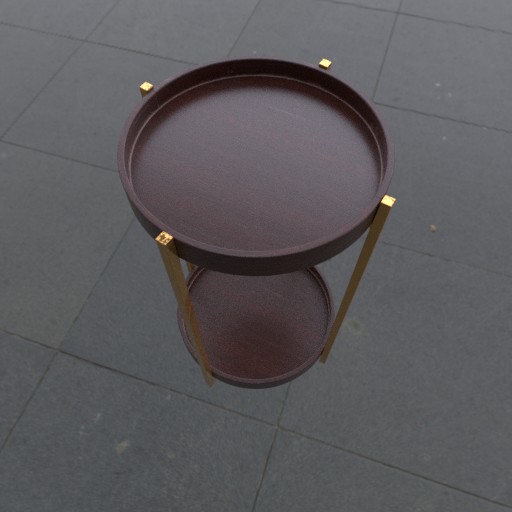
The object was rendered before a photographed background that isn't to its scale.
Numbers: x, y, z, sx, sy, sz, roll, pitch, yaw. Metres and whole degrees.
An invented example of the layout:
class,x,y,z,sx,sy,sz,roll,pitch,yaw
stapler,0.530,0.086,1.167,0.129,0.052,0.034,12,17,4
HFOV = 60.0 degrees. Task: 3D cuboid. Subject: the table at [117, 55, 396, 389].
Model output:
class,x,y,z,sx,sy,sz,roll,pitch,yaw
table,0.000,0.000,0.854,0.400,0.610,0.400,29,63,17
